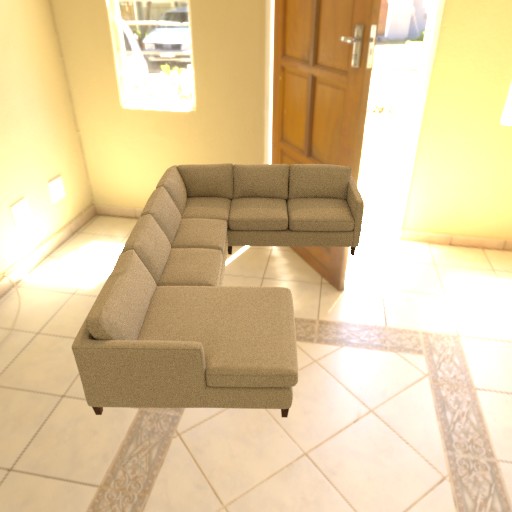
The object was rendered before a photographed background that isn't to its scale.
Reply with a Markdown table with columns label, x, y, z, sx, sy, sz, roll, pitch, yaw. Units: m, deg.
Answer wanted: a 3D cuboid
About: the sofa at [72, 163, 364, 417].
| label | x | y | z | sx | sy | sz | roll | pitch | yaw |
| --- | --- | --- | --- | --- | --- | --- | --- | --- | --- |
| sofa | 0.000 | 0.000 | 4.675 | 2.593 | 0.959 | 3.460 | 0 | 31 | 1 |
